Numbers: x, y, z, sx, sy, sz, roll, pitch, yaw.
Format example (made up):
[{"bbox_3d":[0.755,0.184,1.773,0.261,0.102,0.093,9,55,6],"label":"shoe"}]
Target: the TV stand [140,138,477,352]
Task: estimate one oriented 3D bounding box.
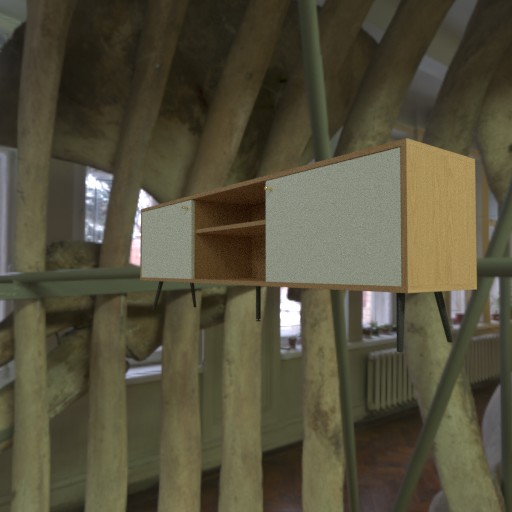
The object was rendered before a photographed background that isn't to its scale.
[{"bbox_3d":[0.000,0.000,1.973,0.400,0.580,1.760,1,-2,-37],"label":"TV stand"}]
